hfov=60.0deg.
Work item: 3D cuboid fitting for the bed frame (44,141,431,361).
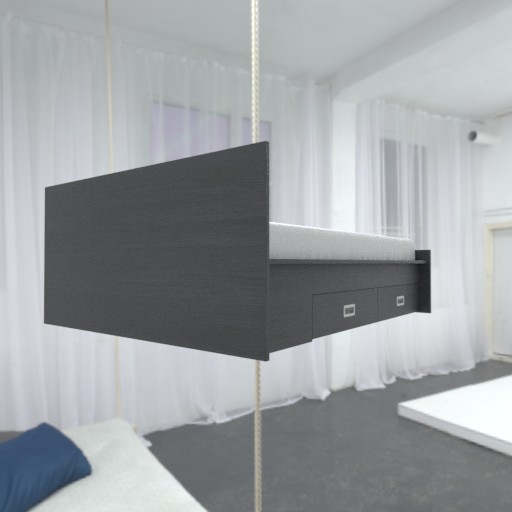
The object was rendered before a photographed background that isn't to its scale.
[{"bbox_3d":[0.000,0.000,2.875,1.622,0.800,1.960,-1,-1,38],"label":"bed frame"}]
